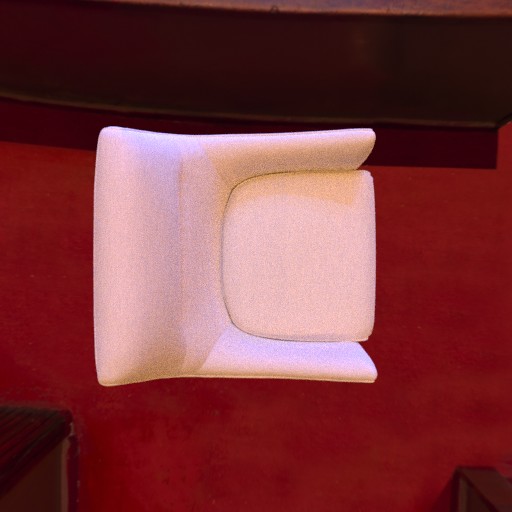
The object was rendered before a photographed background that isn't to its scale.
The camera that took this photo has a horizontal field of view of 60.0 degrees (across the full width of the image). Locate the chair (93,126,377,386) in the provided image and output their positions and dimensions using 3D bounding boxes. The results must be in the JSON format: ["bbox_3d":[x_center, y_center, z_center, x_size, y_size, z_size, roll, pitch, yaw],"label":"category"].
[{"bbox_3d":[0.000,0.000,1.443,0.787,0.838,0.762,0,90,0],"label":"chair"}]
